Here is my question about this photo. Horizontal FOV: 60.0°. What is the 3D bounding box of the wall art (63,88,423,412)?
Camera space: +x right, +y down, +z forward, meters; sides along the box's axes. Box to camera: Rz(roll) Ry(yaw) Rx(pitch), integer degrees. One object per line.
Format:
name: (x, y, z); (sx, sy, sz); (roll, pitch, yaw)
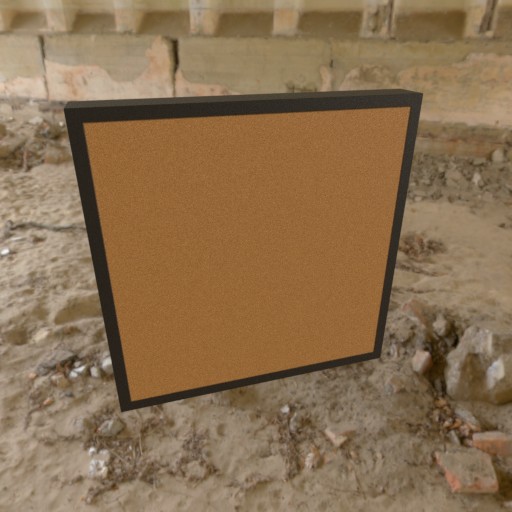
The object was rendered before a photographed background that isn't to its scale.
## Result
wall art: (0.000, 0.000, 0.446); (0.304, 0.304, 0.038); (-8, 28, -15)
